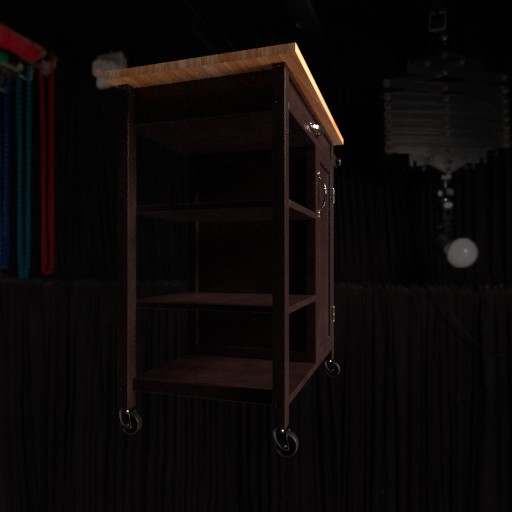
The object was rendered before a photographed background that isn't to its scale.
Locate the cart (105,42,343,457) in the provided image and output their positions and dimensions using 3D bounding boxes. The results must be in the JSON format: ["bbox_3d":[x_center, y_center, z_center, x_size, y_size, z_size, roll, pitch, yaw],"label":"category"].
[{"bbox_3d":[0.000,0.000,1.422,0.472,0.878,0.914,0,0,18],"label":"cart"}]
